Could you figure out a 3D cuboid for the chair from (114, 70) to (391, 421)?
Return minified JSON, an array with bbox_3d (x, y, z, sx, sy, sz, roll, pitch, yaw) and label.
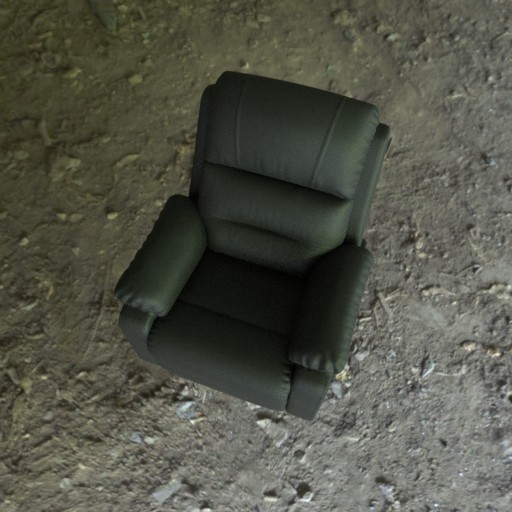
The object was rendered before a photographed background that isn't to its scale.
[{"bbox_3d":[0.000,0.000,1.705,0.855,0.992,0.919,17,60,10],"label":"chair"}]
